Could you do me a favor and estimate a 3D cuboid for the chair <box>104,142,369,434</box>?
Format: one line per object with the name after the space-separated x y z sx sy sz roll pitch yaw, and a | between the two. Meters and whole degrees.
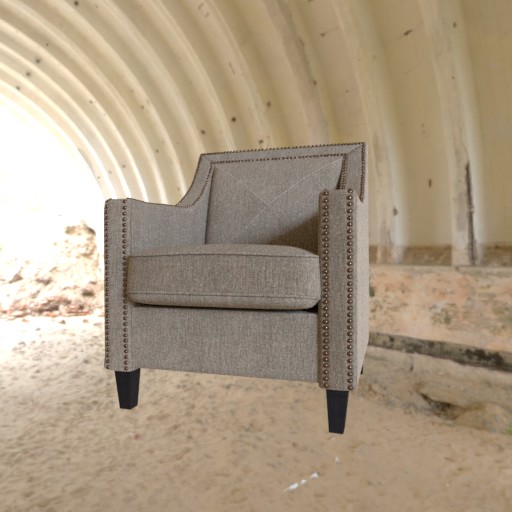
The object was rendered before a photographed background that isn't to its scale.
0.000 0.000 1.626 0.776 0.967 0.884 0 0 17 | chair
